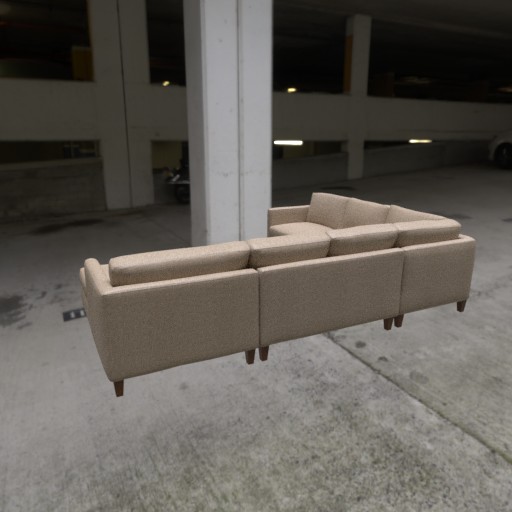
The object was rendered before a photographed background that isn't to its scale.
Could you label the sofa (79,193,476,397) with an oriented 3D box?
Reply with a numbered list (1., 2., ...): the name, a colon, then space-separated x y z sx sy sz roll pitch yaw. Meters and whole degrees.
1. sofa: 0.000 0.000 4.630 3.460 0.961 2.594 -7 17 -26
